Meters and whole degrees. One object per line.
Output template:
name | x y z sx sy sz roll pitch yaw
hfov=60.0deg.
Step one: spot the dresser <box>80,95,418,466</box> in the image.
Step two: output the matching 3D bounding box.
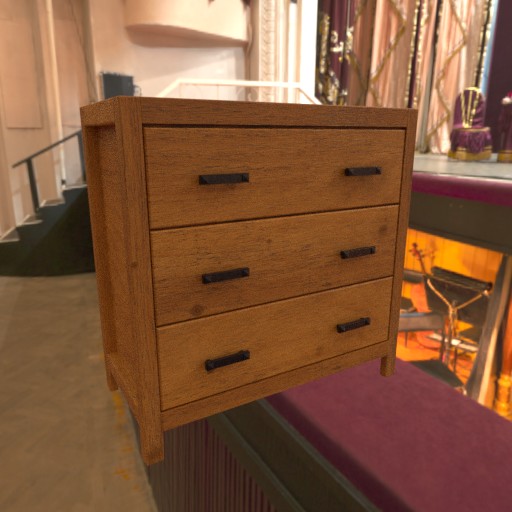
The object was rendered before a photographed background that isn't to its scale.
dresser | 0.000 0.000 1.264 0.804 0.804 0.427 -9 17 -29
